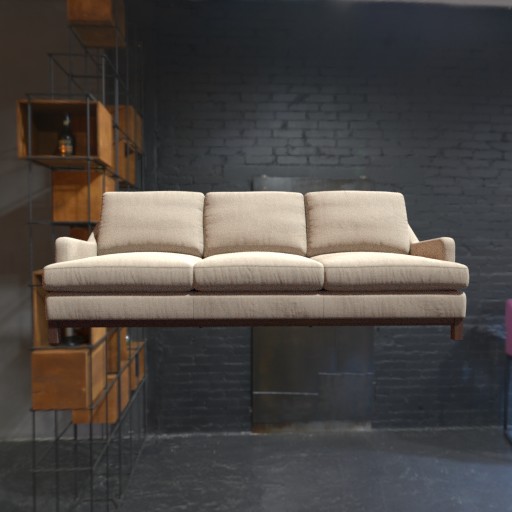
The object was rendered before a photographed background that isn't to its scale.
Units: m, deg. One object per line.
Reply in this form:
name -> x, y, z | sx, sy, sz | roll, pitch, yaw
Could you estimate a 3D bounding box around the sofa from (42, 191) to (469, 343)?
sofa -> 0.000, 0.000, 2.869 | 2.321, 0.913, 1.000 | 0, 2, -2
